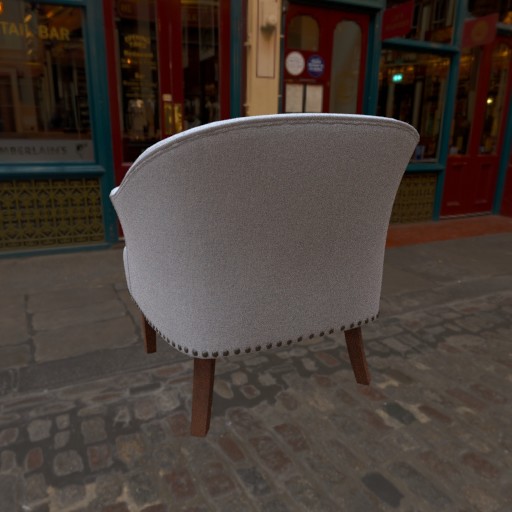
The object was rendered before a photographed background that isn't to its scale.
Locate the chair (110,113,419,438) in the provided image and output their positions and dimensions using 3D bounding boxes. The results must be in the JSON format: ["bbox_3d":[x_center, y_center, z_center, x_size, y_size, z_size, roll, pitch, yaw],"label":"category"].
[{"bbox_3d":[0.000,0.000,1.376,0.798,0.815,0.704,-7,17,-26],"label":"chair"}]
